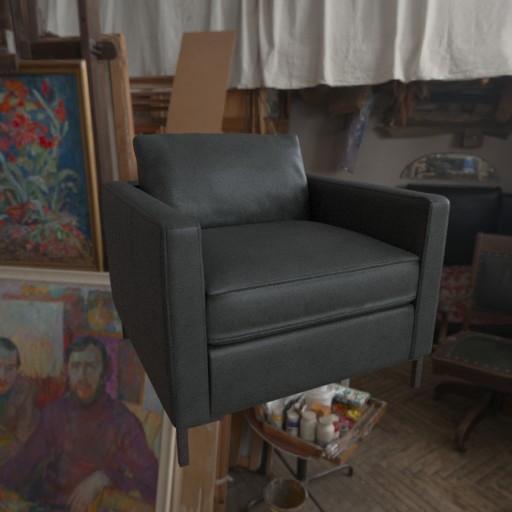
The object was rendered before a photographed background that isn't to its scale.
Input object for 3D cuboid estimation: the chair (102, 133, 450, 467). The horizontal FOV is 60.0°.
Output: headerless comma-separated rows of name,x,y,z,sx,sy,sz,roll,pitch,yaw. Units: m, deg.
chair,0.000,0.000,1.479,0.967,0.824,0.861,-8,18,-25
